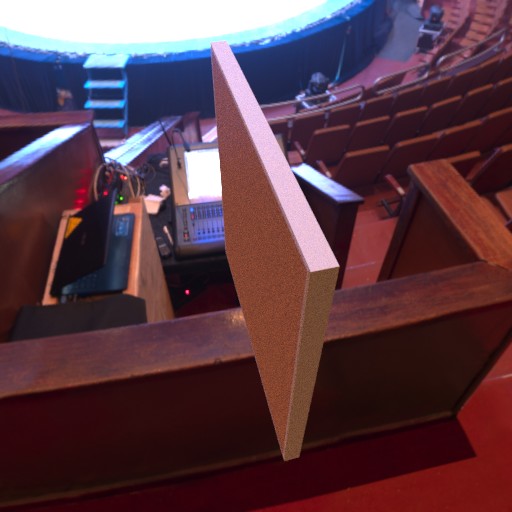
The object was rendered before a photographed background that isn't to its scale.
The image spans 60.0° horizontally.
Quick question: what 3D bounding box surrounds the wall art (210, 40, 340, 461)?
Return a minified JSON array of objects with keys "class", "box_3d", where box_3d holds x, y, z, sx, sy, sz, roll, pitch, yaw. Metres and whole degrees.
[{"class":"wall art","box_3d":[0.000,0.000,1.130,0.041,0.765,0.768,-11,49,-9]}]
